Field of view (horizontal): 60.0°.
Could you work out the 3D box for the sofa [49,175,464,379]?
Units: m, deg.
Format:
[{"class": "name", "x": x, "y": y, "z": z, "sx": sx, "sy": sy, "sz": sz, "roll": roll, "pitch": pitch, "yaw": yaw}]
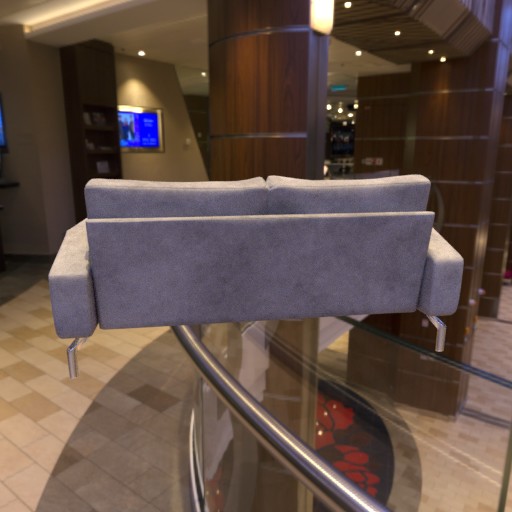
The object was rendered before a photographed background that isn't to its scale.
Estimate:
[{"class": "sofa", "x": 0.000, "y": 0.000, "z": 2.333, "sx": 1.837, "sy": 0.859, "sz": 0.849, "roll": -2, "pitch": 14, "yaw": -9}]
